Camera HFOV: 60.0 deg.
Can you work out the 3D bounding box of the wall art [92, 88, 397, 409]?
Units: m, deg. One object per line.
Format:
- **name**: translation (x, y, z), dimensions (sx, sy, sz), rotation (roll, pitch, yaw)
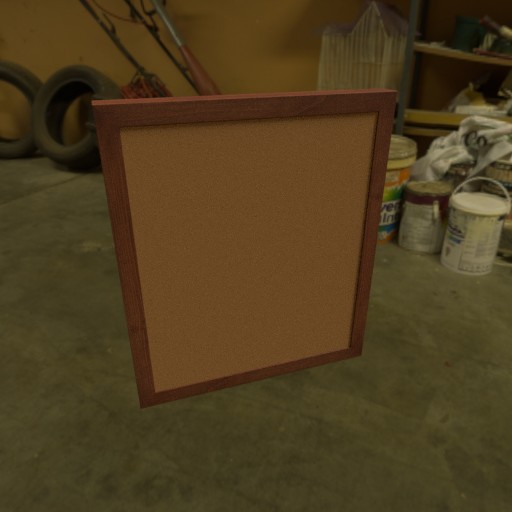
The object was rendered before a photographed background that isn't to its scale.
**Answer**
- **wall art**: translation (0.000, 0.000, 0.555), dimensions (0.330, 0.381, 0.030), rotation (-9, 28, -17)
